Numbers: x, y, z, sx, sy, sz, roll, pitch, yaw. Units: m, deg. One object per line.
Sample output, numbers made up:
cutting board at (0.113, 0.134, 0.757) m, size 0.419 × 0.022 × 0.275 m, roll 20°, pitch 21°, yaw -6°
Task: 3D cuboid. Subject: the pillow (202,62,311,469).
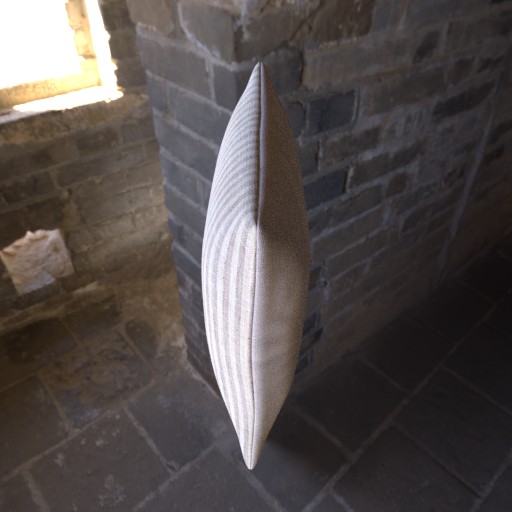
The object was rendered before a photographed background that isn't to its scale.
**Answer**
pillow at (0.000, 0.000, 0.781) m, size 0.166 × 0.510 × 0.523 m, roll 1°, pitch 40°, yaw 1°
